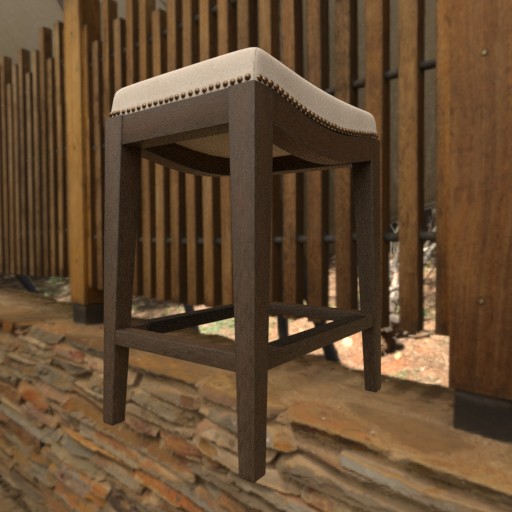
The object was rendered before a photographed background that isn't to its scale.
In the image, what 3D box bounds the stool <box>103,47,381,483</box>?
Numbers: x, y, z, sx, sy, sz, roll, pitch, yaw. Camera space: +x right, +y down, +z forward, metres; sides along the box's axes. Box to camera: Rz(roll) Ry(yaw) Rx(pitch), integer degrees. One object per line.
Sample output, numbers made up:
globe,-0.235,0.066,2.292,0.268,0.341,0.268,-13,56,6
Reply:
stool,0.000,0.000,0.931,0.361,0.642,0.500,2,3,36
